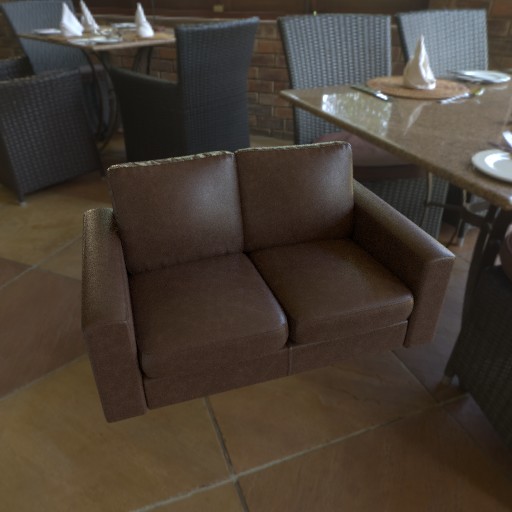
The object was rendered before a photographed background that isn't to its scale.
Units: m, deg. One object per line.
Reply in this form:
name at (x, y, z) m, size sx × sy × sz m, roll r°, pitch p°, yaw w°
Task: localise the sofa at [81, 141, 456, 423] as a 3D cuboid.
sofa at (0.000, 0.000, 2.224) m, size 1.616 × 0.873 × 1.016 m, roll -10°, pitch 33°, yaw -15°
